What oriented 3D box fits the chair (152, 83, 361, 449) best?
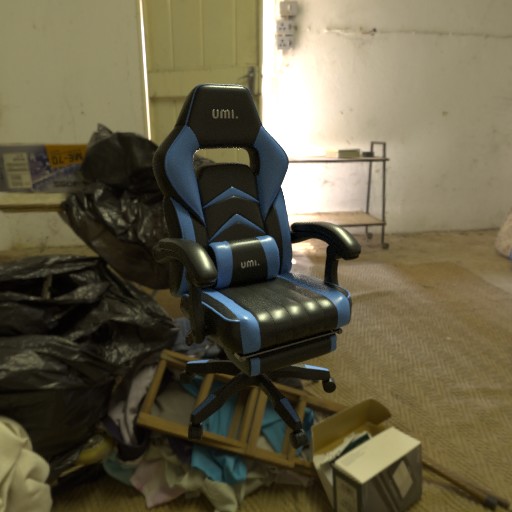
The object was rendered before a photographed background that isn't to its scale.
[{"bbox_3d":[0.000,0.000,1.711,0.700,1.280,0.700,-9,19,-28],"label":"chair"}]
